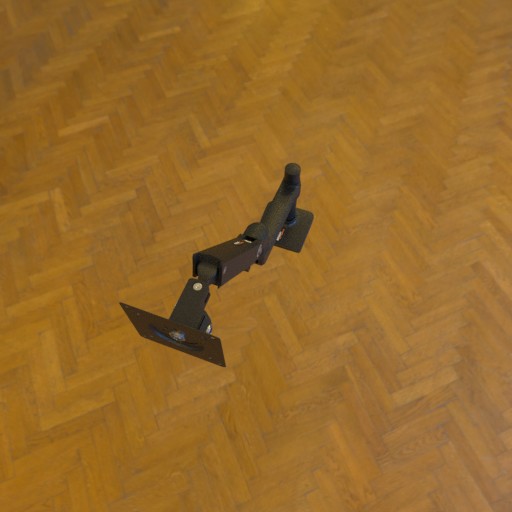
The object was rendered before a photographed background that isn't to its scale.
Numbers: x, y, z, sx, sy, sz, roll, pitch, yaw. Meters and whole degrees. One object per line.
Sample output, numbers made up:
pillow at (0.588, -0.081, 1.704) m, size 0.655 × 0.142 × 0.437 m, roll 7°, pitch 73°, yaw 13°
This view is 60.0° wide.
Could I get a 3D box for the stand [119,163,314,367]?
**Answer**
stand at (0.000, 0.000, 1.039) m, size 0.152 × 0.713 × 0.650 m, roll 18°, pitch 61°, yaw 10°
